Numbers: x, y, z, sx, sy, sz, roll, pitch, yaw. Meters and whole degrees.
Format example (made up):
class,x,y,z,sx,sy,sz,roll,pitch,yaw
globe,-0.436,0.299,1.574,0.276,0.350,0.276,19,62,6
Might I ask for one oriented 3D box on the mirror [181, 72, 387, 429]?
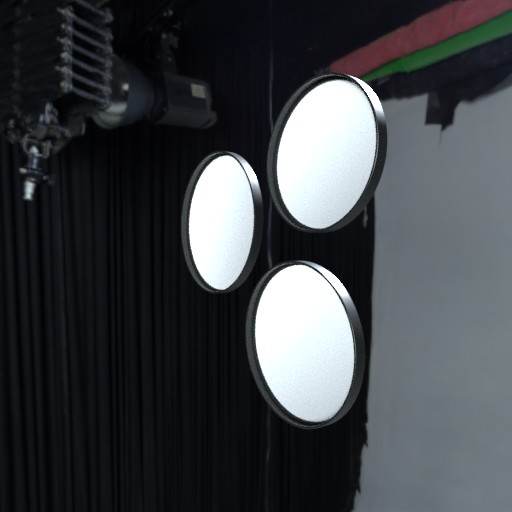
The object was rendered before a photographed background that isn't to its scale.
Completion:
class,x,y,z,sx,sy,sz,roll,pitch,yaw
mirror,0.000,0.000,3.109,0.076,2.096,2.160,0,0,-36
